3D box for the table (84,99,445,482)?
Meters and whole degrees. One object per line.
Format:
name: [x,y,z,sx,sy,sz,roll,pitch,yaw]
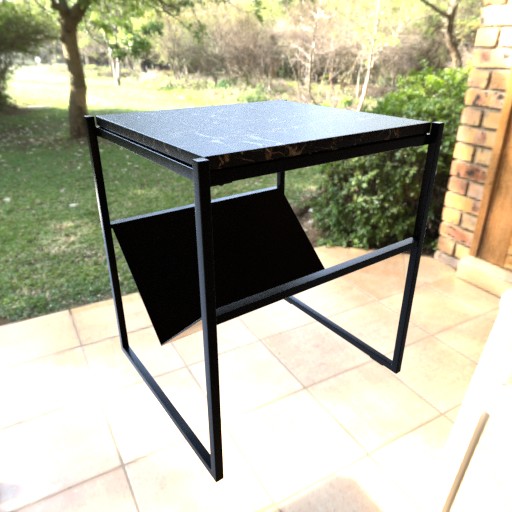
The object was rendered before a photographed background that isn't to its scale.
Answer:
table: [0.000,0.000,0.892,0.469,0.534,0.432,-17,30,-32]
